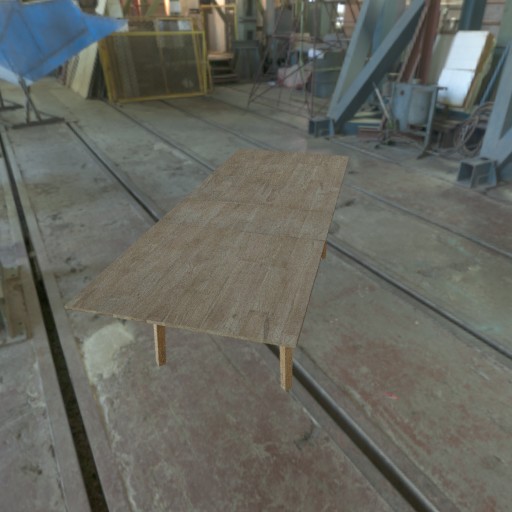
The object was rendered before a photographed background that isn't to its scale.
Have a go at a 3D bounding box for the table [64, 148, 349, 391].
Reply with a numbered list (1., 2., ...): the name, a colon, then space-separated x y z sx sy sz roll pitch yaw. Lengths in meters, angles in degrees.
1. table: 0.000 0.000 3.059 1.000 0.752 2.603 7 29 13
